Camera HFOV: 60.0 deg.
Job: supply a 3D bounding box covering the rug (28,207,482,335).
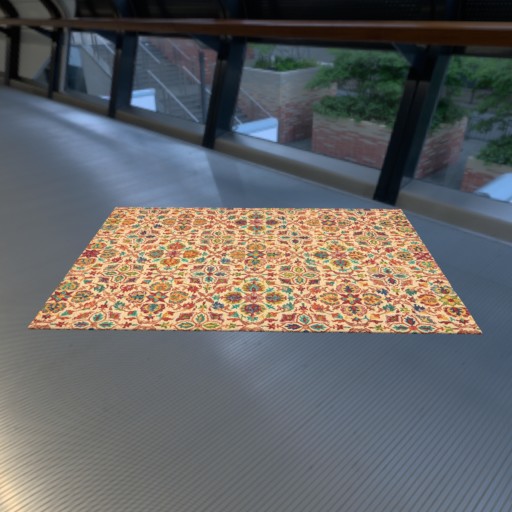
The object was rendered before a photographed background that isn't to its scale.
[{"bbox_3d":[0.000,0.000,2.320,1.838,0.013,1.226,1,30,1],"label":"rug"}]
